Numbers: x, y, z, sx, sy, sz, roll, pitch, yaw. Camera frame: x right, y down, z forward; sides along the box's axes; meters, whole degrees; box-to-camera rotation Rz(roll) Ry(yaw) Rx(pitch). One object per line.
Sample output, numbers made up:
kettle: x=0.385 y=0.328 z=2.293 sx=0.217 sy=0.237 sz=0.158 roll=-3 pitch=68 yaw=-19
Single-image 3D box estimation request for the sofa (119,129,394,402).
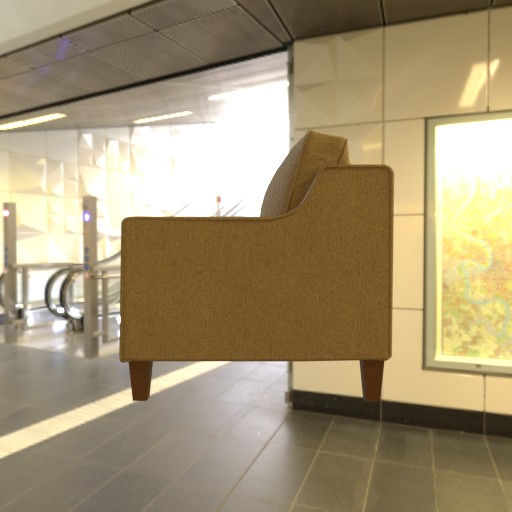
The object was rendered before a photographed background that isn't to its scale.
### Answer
sofa: x=0.000 y=0.000 z=2.745 sx=1.073 sy=1.074 sz=2.181 roll=0 pitch=1 yaw=0
